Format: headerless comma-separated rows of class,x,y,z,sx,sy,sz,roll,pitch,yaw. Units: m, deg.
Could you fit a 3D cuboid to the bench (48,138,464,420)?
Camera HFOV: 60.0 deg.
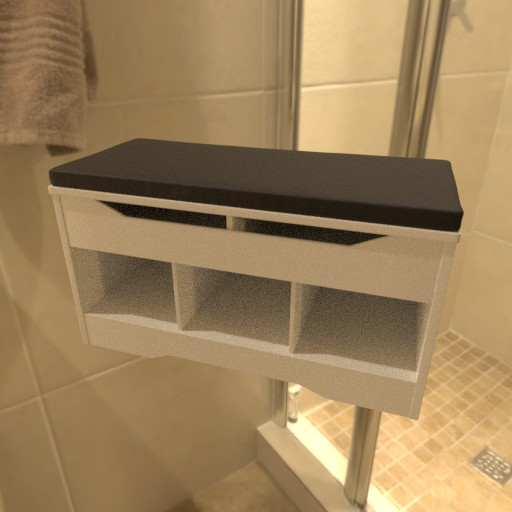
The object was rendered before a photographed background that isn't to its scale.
bench,0.000,0.000,1.171,0.899,0.500,0.401,8,27,16
